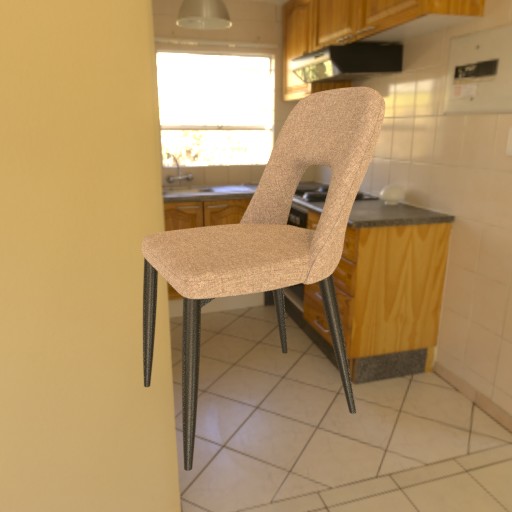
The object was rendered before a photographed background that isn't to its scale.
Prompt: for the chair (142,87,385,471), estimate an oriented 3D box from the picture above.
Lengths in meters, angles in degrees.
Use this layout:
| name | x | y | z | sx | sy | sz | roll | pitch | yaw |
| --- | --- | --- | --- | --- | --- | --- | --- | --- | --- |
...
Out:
| name | x | y | z | sx | sy | sz | roll | pitch | yaw |
| --- | --- | --- | --- | --- | --- | --- | --- | --- | --- |
| chair | 0.000 | 0.000 | 1.283 | 0.612 | 0.931 | 0.470 | -8 | 18 | -26 |
